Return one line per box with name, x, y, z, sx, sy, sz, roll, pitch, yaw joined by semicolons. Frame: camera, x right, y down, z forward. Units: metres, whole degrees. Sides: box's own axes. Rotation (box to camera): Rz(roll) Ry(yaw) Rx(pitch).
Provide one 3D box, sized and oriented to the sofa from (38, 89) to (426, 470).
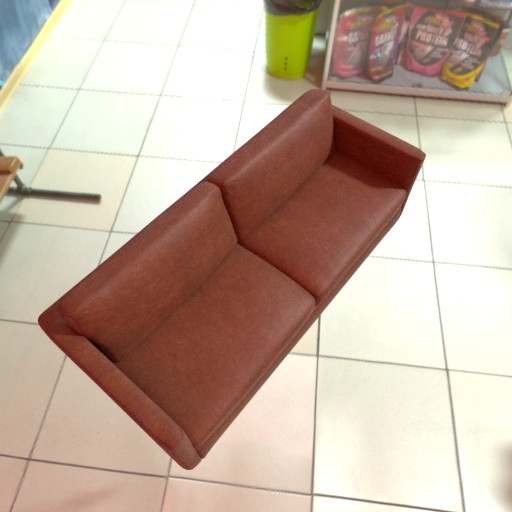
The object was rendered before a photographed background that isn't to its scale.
sofa;0.000;0.000;2.638;0.950;0.932;2.204;35;64;20
